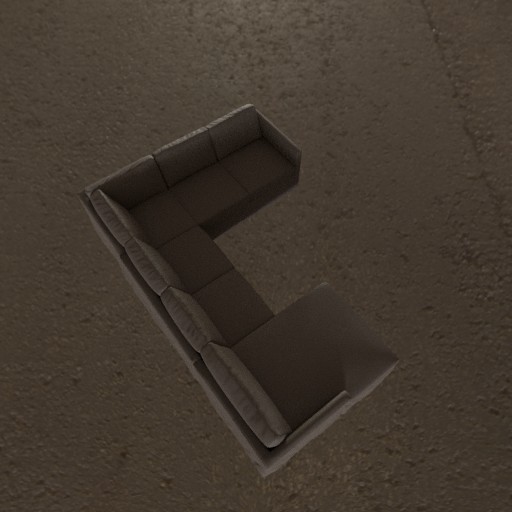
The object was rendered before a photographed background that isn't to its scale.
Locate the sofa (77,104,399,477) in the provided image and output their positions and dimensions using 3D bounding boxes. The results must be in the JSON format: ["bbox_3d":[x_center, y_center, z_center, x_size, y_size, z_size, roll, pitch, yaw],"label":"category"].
[{"bbox_3d":[0.000,0.000,4.778,2.476,0.878,3.528,-33,64,-18],"label":"sofa"}]
